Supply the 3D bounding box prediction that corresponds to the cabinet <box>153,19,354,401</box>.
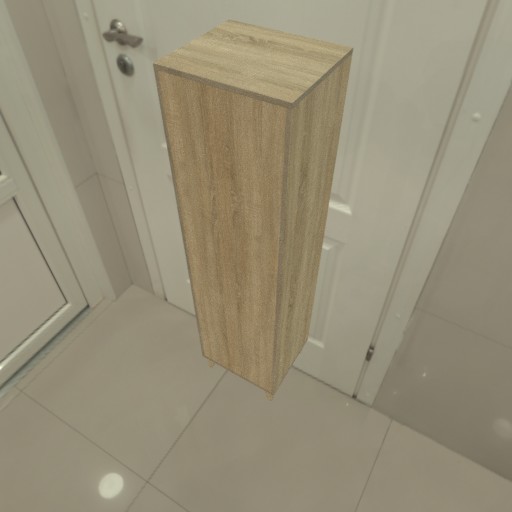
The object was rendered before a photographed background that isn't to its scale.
[{"bbox_3d":[0.000,0.000,2.192,0.510,1.960,0.450,24,51,21],"label":"cabinet"}]
